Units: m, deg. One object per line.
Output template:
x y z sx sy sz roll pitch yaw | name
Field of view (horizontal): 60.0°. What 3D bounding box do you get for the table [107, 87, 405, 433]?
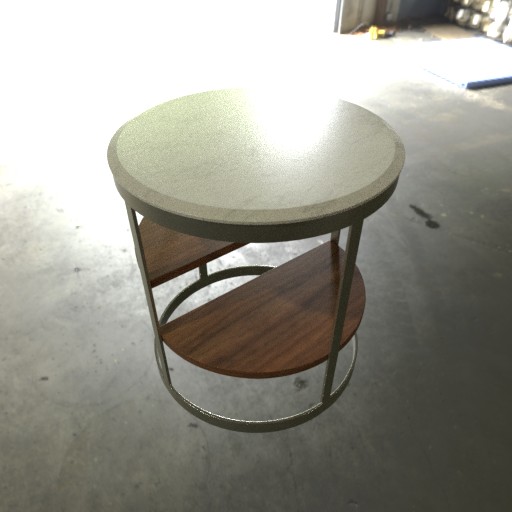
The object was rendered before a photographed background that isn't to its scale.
0.000 0.000 0.763 0.407 0.447 0.407 0 40 0 | table
